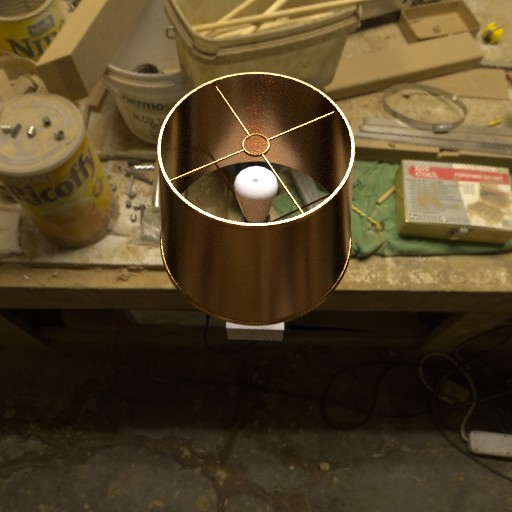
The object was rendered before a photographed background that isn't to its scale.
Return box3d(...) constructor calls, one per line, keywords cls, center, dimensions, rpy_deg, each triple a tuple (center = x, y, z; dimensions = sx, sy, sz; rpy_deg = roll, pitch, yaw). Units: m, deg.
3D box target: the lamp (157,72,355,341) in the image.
box3d(cls="lamp", center=(0.000, 0.000, 0.532), dimensions=(0.208, 0.406, 0.208), rpy_deg=(0, 63, 0))
